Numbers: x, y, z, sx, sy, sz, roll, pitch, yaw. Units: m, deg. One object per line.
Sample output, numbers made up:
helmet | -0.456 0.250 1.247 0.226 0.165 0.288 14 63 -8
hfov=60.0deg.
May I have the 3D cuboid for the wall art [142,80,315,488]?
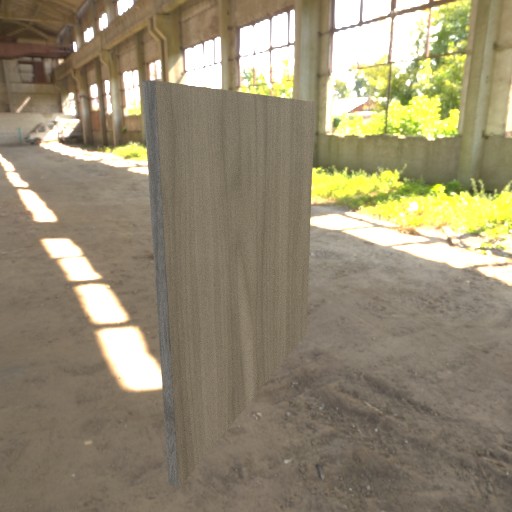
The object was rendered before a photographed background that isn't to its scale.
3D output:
wall art | 0.000 0.000 0.739 0.016 0.507 0.508 8 18 25
